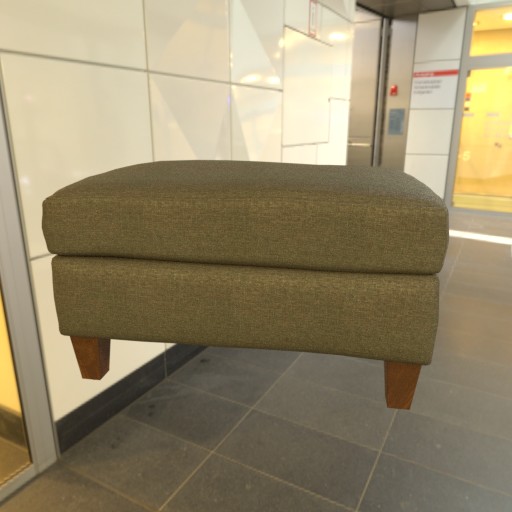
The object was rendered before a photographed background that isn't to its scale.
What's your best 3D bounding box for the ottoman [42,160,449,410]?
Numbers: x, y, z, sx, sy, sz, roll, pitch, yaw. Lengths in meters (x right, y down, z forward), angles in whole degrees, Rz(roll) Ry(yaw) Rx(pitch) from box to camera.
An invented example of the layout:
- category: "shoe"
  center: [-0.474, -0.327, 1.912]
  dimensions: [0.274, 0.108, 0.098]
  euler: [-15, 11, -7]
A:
- category: "ottoman"
  center: [0.000, 0.000, 1.181]
  dimensions: [0.826, 0.496, 0.639]
  euler: [3, 17, 9]
